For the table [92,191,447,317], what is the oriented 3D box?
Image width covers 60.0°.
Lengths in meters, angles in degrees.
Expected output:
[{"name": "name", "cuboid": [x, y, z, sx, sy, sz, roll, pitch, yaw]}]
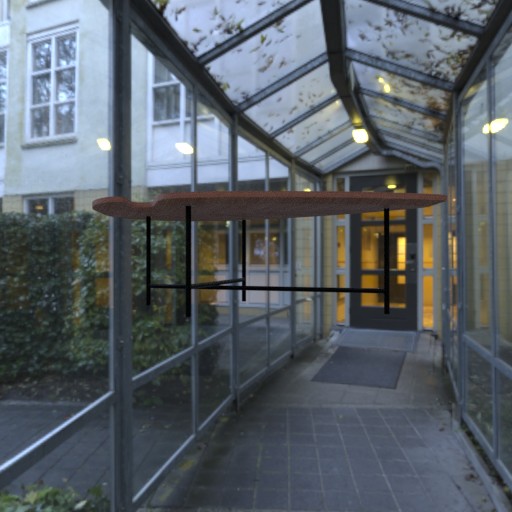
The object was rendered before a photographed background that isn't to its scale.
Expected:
[{"name": "table", "cuboid": [0.000, 0.000, 1.505, 1.199, 0.360, 0.598, 0, 0, 18]}]
